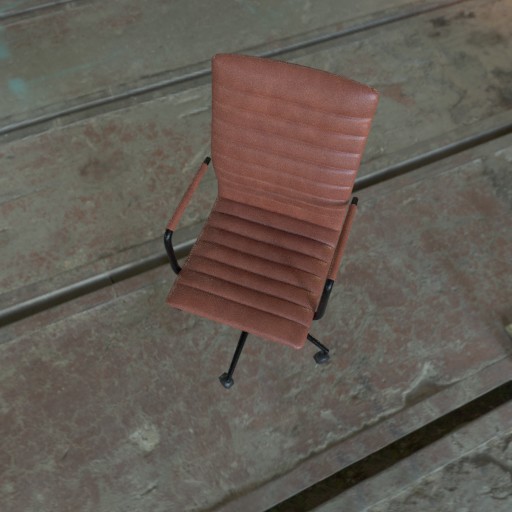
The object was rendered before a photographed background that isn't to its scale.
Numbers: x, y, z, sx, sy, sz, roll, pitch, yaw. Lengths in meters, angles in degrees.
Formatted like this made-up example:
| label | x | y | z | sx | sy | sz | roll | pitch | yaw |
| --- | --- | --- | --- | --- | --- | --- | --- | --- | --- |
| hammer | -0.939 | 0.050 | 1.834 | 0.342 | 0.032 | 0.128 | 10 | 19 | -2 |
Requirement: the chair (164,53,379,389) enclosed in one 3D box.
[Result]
| label | x | y | z | sx | sy | sz | roll | pitch | yaw |
| --- | --- | --- | --- | --- | --- | --- | --- | --- | --- |
| chair | 0.000 | 0.000 | 1.282 | 0.600 | 0.878 | 0.578 | 17 | 60 | 10 |
